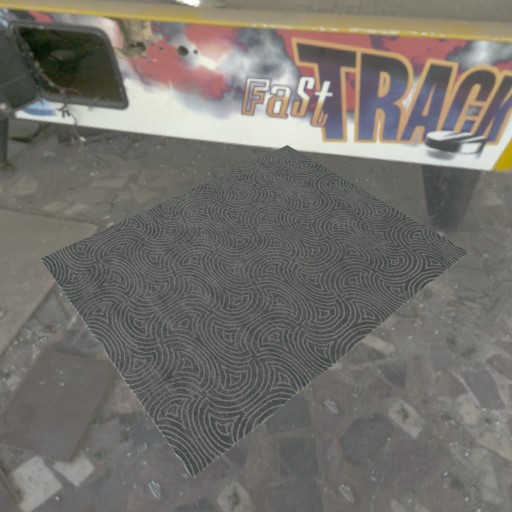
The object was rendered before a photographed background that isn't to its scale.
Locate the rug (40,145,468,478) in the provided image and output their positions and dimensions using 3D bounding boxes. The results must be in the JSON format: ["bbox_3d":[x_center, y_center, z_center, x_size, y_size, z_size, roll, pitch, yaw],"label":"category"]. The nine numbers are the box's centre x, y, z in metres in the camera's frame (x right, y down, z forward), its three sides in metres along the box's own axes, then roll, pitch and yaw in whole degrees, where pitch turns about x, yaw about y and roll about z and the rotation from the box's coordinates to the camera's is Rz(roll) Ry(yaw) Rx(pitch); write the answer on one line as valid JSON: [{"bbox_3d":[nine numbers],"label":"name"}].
[{"bbox_3d":[0.000,0.000,4.035,3.042,0.021,2.456,-31,52,-27],"label":"rug"}]
